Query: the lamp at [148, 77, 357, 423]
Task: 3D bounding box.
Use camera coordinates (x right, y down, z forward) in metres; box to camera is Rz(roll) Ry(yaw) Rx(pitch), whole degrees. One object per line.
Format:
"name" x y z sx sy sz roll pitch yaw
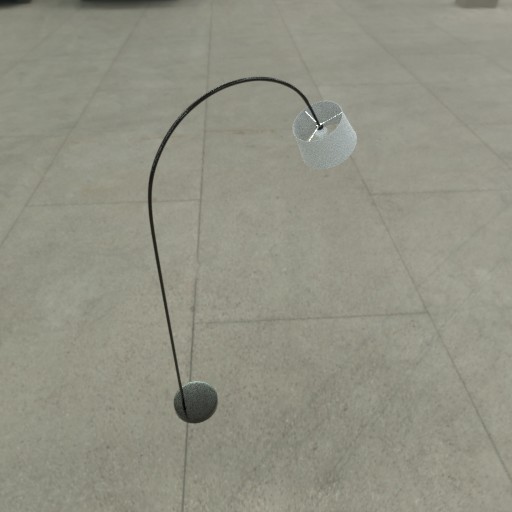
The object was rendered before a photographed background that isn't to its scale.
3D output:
"lamp" 0.000 0.000 2.658 1.363 2.104 0.331 -27 47 -29
